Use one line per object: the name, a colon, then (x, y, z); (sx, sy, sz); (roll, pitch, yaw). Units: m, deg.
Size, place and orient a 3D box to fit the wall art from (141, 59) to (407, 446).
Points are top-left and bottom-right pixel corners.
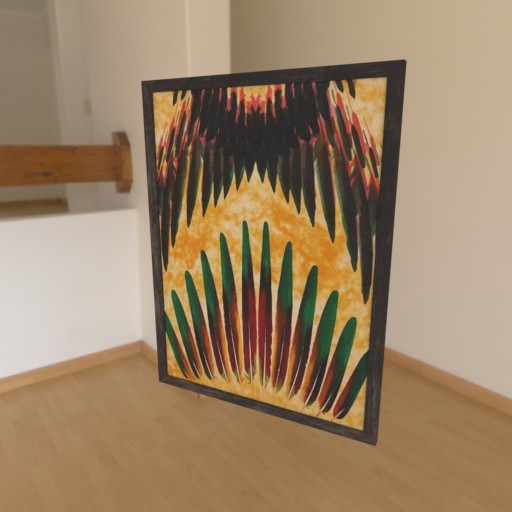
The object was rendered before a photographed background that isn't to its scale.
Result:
wall art: (0.000, 0.000, 1.379); (0.812, 1.066, 0.029); (7, 16, 26)
